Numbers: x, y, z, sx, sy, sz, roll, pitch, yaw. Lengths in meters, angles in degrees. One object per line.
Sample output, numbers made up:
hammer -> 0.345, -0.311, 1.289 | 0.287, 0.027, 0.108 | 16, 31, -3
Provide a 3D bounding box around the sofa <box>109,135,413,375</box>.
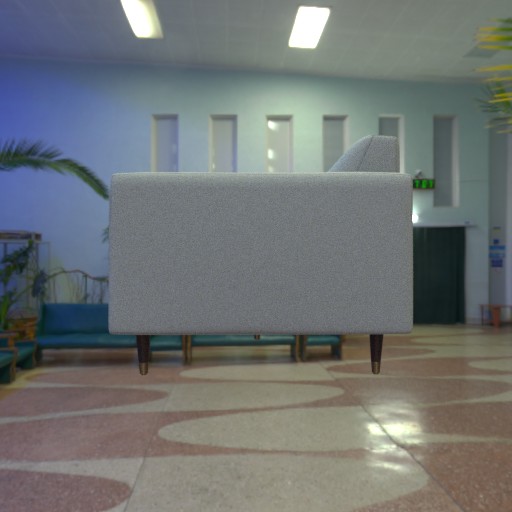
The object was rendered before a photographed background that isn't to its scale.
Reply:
sofa -> 0.000, 0.000, 2.117 | 0.950, 0.801, 1.585 | 0, 0, -1
